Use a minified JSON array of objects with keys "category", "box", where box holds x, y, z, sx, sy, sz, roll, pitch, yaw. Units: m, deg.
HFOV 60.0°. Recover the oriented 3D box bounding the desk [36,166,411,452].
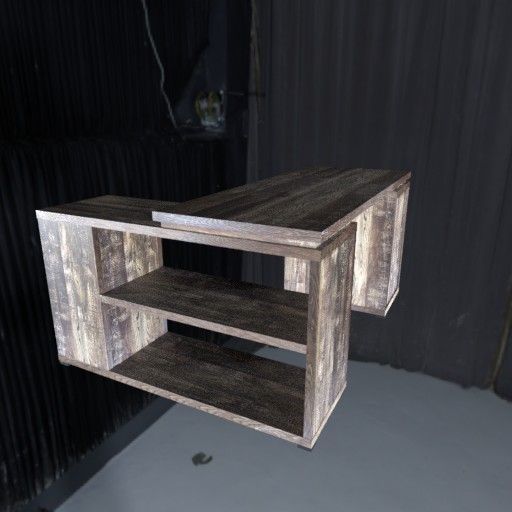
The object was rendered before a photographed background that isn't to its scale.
[{"category":"desk","box":[0.000,0.000,2.258,1.200,0.753,1.524,9,20,26]}]
